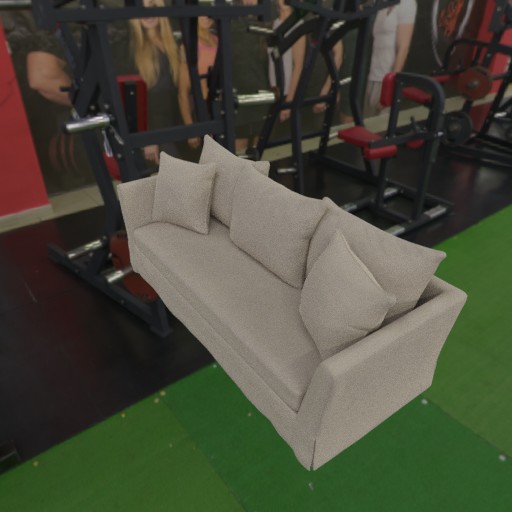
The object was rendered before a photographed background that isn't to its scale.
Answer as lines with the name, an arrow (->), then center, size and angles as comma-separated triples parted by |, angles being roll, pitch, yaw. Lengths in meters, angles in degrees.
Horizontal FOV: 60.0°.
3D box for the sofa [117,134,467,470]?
sofa -> 0.000, 0.000, 3.058 | 1.046, 1.047, 2.499 | -21, 37, -30
